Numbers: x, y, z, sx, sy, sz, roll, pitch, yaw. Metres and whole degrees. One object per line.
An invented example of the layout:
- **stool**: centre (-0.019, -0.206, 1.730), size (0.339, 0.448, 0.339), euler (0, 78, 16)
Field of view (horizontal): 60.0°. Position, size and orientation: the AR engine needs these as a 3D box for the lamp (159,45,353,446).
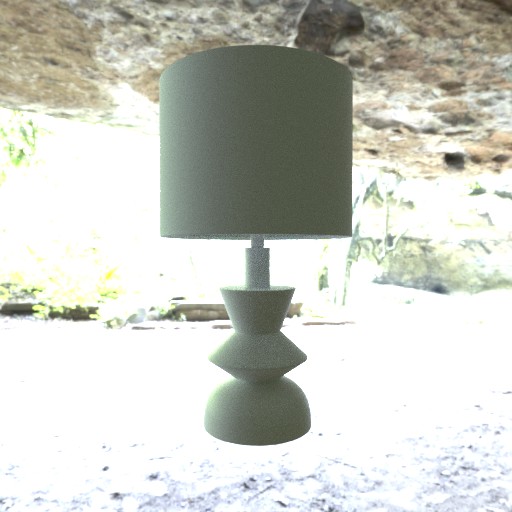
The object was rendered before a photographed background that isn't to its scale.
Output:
- **lamp**: centre (0.000, 0.000, 0.708), size (0.301, 0.533, 0.301), euler (0, 1, 36)
